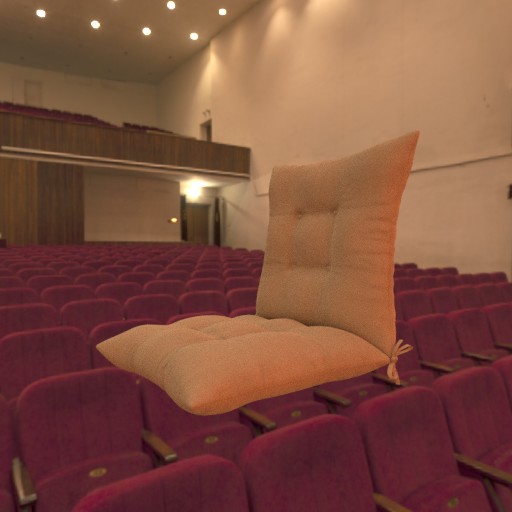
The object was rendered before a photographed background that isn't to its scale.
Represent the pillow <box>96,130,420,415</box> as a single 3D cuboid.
[{"bbox_3d":[0.000,0.000,1.007,0.585,0.536,0.541,-1,1,-35],"label":"pillow"}]
